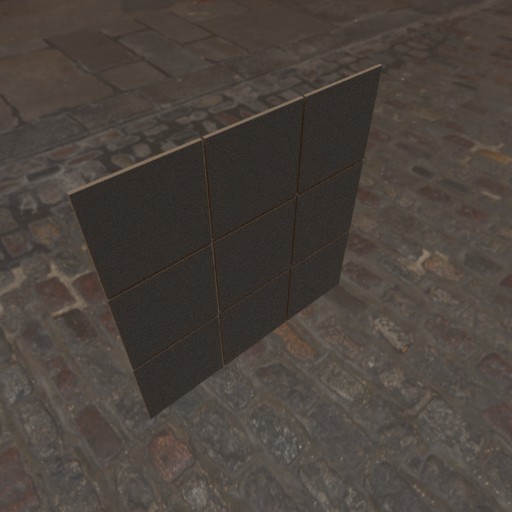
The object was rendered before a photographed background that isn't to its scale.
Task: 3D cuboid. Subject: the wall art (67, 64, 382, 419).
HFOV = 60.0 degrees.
[{"bbox_3d":[0.000,0.000,2.243,1.527,1.521,0.017,-31,53,-27],"label":"wall art"}]
